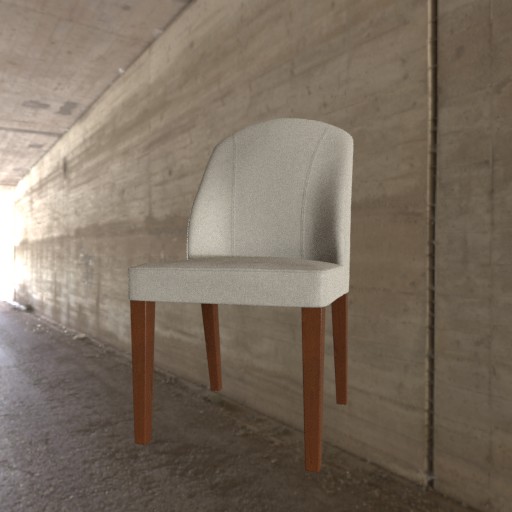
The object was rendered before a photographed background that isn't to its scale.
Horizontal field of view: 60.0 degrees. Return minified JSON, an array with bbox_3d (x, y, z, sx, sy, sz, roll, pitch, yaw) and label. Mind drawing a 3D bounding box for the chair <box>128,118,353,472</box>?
[{"bbox_3d":[0.000,0.000,1.207,0.472,0.893,0.540,0,1,18],"label":"chair"}]
